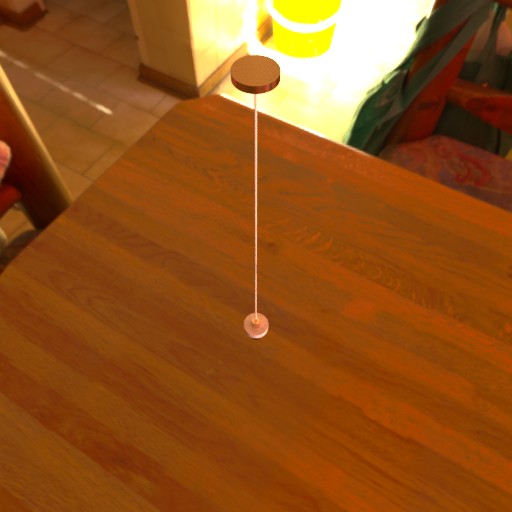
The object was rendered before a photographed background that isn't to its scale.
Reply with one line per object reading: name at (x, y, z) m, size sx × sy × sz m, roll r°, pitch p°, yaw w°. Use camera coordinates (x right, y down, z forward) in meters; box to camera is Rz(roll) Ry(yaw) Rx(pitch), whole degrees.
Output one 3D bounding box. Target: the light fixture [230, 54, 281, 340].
light fixture at (0.000, 0.000, 1.760) m, size 0.129 × 1.669 × 0.129 m, roll 1°, pitch 58°, yaw 0°
